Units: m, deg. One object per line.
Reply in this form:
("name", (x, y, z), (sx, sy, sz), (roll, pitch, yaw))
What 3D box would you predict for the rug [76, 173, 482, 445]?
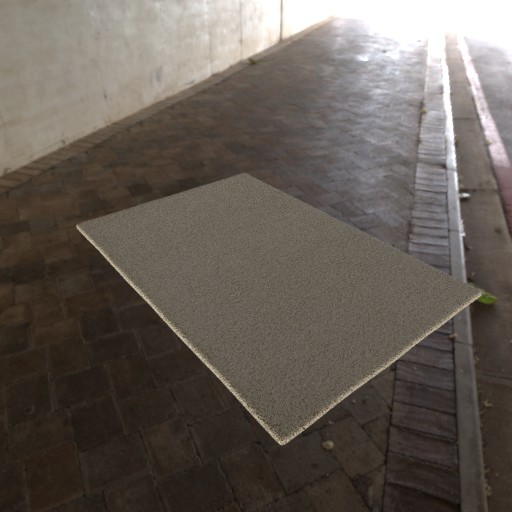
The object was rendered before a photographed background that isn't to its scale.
("rug", (0.000, 0.000, 2.273), (1.219, 0.030, 1.778), (-24, 40, -32))
